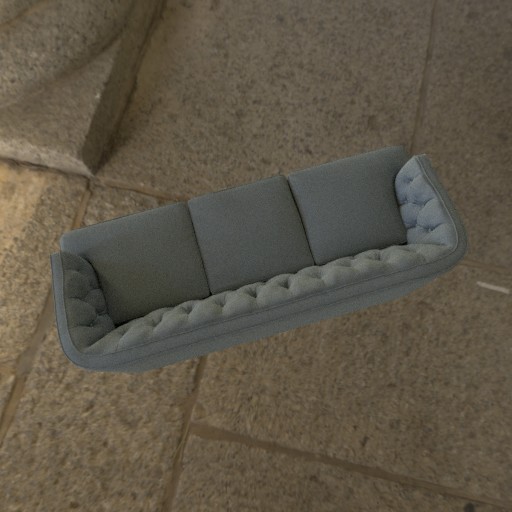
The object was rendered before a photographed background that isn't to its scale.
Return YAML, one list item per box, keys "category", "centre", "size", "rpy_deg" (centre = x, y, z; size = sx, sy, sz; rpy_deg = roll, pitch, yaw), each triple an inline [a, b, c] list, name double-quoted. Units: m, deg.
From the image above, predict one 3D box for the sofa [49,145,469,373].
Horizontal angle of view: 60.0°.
- category: "sofa"
  centre: [0.000, 0.000, 2.721]
  size: [2.278, 0.855, 0.941]
  rpy_deg: [-15, 75, -4]
